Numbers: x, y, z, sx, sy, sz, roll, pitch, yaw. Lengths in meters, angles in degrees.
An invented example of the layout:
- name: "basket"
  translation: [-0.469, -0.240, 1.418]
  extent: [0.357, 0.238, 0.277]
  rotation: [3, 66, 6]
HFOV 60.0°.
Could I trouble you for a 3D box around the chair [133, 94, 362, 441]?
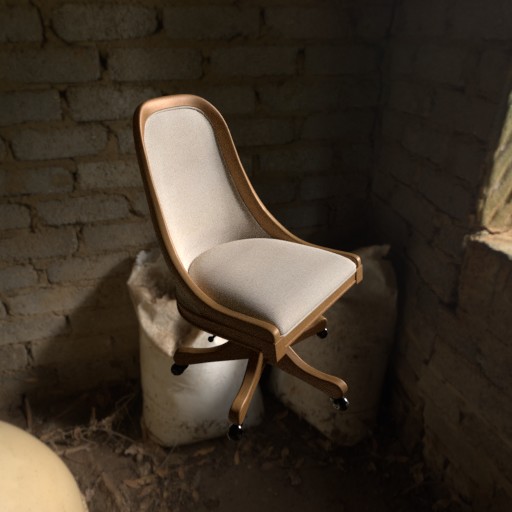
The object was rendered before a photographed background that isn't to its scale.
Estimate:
- name: "chair"
  translation: [0.000, 0.000, 1.564]
  extent: [0.811, 1.009, 0.702]
  rotation: [19, 33, 32]
